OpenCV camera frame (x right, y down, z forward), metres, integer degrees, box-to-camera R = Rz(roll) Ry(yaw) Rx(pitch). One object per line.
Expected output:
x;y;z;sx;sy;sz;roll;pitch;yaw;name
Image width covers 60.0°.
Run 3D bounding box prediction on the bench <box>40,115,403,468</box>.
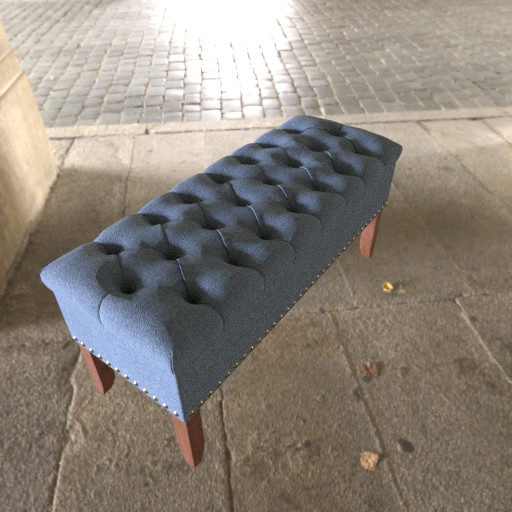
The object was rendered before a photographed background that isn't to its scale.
0.000;0.000;1.326;0.417;0.492;1.052;25;46;27;bench
